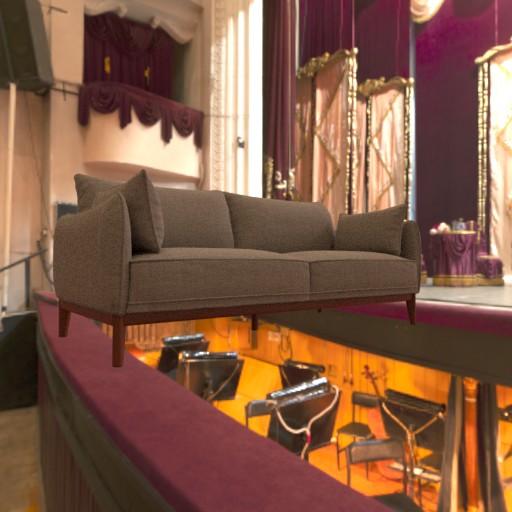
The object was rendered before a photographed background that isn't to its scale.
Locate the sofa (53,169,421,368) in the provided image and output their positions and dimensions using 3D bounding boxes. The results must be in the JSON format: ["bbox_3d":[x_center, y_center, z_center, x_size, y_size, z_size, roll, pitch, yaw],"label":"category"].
[{"bbox_3d":[0.000,0.000,2.524,1.989,0.851,0.972,1,-1,-37],"label":"sofa"}]
